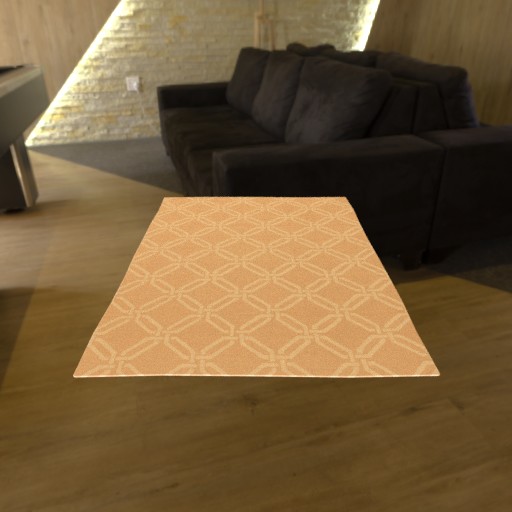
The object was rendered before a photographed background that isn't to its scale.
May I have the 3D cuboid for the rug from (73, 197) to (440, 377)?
[{"bbox_3d":[0.000,0.000,2.755,1.524,0.013,2.135,0,28,0],"label":"rug"}]
